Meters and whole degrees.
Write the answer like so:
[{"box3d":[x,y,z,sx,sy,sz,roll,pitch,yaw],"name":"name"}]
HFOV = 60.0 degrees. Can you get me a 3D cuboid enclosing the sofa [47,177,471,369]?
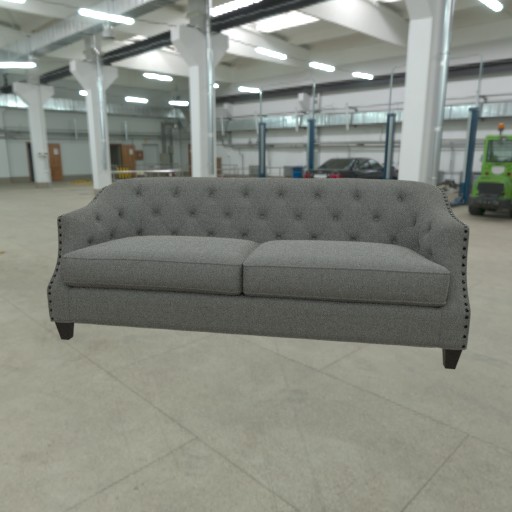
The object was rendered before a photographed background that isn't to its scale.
[{"box3d":[0.000,0.000,2.681,2.235,0.901,0.914,2,13,10],"name":"sofa"}]
